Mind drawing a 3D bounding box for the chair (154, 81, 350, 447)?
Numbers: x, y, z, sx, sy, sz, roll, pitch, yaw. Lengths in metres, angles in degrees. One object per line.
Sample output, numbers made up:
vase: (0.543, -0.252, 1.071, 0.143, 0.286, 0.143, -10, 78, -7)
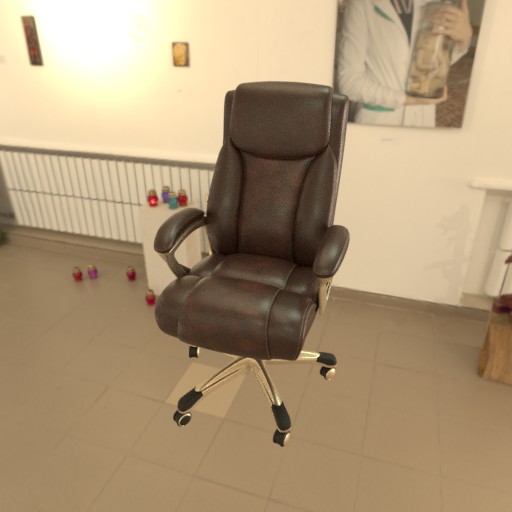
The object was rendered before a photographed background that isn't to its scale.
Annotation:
chair: (0.000, 0.000, 1.697, 0.692, 1.194, 0.749, 8, 28, 16)
